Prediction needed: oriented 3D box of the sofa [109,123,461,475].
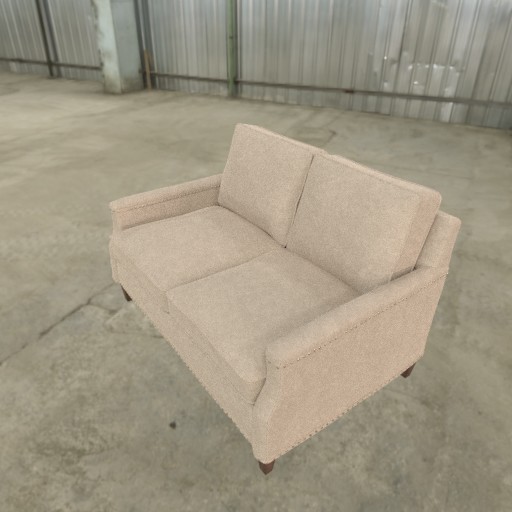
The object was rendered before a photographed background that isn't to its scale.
[{"bbox_3d":[0.000,0.000,2.299,1.084,1.002,1.597,-21,37,-30],"label":"sofa"}]
